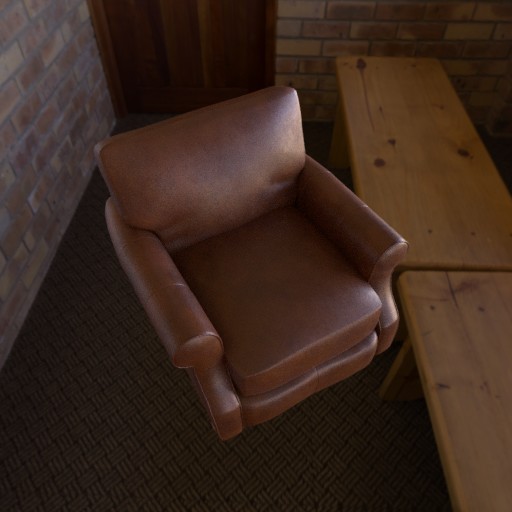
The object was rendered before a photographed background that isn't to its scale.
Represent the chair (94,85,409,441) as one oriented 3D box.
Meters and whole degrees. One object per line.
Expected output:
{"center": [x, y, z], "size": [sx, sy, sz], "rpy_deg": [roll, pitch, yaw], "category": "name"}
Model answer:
{"center": [0.000, 0.000, 1.788], "size": [0.989, 0.972, 0.992], "rpy_deg": [-23, 51, -20], "category": "chair"}
